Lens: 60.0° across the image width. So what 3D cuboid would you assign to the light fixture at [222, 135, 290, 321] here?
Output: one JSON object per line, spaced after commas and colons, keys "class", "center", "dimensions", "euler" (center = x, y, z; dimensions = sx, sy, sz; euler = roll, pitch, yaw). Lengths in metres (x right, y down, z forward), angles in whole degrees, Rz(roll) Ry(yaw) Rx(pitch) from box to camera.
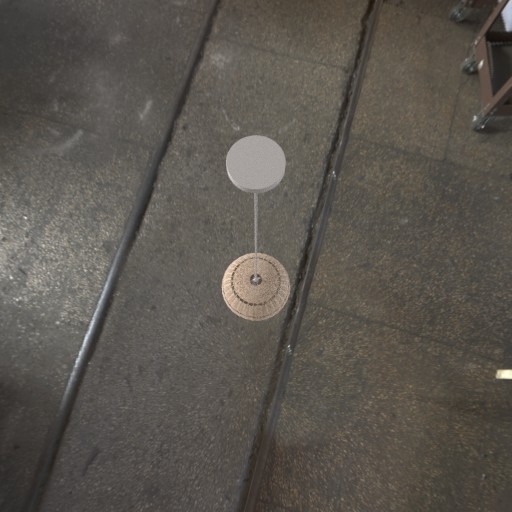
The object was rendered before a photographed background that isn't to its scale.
{"class": "light fixture", "center": [0.000, 0.000, 2.218], "dimensions": [0.457, 2.019, 0.457], "euler": [-17, 76, -5]}
